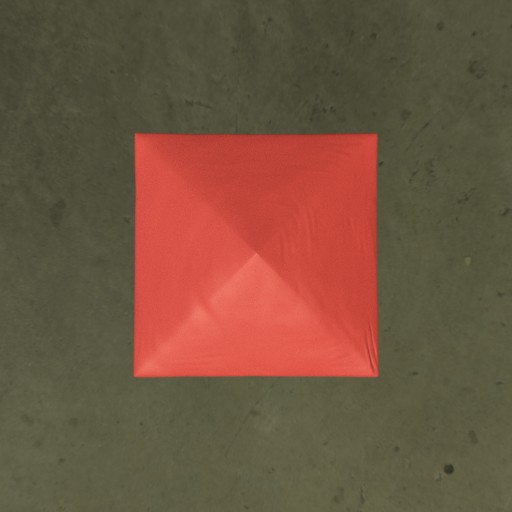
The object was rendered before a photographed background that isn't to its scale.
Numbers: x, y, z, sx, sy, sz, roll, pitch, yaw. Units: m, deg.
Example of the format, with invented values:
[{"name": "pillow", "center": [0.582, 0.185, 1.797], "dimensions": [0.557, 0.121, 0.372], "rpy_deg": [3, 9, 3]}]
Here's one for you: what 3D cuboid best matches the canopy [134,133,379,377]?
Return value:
[{"name": "canopy", "center": [0.000, 0.000, 5.168], "dimensions": [2.848, 2.849, 2.849], "rpy_deg": [0, 89, 0]}]
